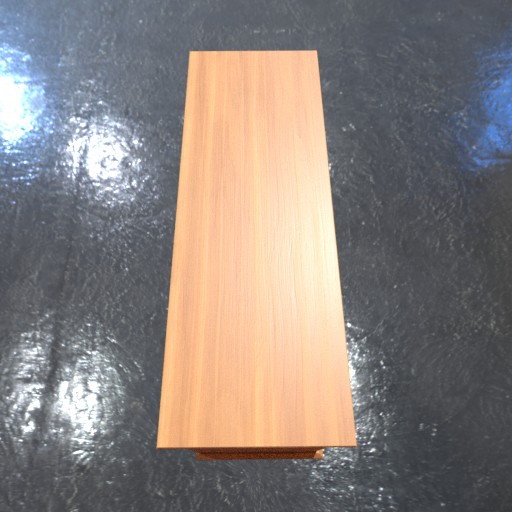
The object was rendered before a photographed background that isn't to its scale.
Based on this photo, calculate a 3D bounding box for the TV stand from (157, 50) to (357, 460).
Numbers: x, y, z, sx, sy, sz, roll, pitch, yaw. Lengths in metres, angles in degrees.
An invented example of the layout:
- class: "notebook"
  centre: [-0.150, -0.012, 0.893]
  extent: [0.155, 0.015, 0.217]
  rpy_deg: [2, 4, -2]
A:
- class: "TV stand"
  centre: [0.000, 0.000, 1.436]
  extent: [0.417, 0.607, 1.181]
  rpy_deg: [0, 64, 0]
